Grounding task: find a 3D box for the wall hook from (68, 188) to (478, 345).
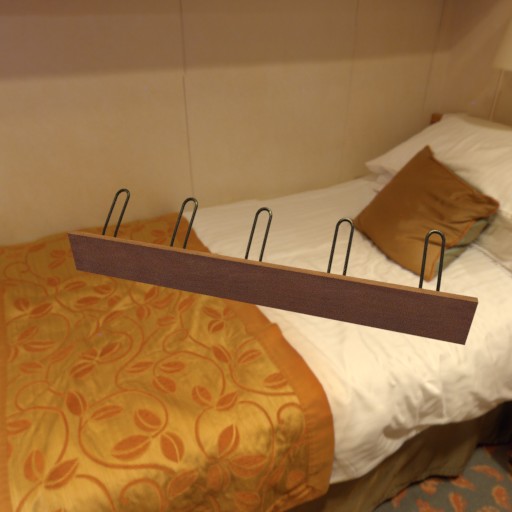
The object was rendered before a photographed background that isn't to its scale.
[{"bbox_3d":[0.000,0.000,0.612,0.554,0.116,0.076,9,32,15],"label":"wall hook"}]
